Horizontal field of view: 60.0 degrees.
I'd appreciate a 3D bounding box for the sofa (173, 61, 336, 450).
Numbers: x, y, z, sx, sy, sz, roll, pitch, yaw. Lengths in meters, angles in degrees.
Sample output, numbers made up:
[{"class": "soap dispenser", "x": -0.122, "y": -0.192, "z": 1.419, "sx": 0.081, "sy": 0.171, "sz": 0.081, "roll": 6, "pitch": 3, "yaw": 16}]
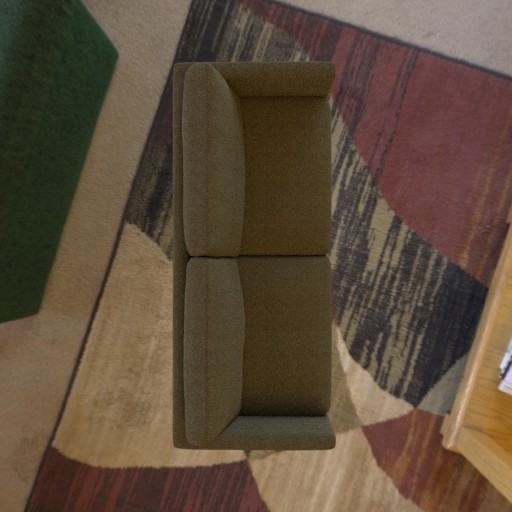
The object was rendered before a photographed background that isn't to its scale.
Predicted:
[{"class": "sofa", "x": 0.000, "y": 0.000, "z": 2.763, "sx": 0.948, "sy": 0.965, "sz": 2.208, "roll": 0, "pitch": 90, "yaw": 1}]
